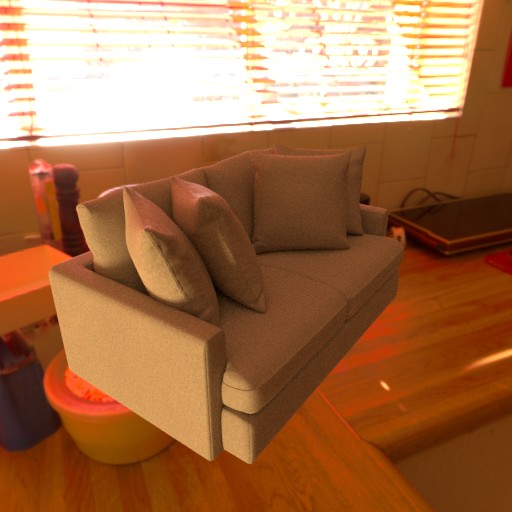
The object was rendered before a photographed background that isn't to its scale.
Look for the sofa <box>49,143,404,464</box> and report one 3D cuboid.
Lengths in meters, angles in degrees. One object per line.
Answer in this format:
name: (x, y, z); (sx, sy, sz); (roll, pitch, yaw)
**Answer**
sofa: (0.000, 0.000, 2.579); (1.228, 1.080, 1.869); (17, 30, 32)
